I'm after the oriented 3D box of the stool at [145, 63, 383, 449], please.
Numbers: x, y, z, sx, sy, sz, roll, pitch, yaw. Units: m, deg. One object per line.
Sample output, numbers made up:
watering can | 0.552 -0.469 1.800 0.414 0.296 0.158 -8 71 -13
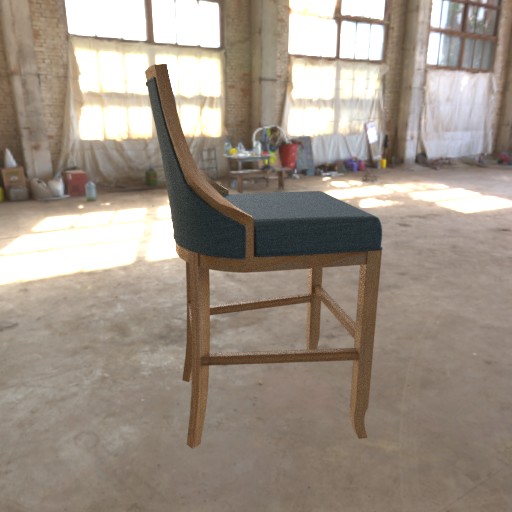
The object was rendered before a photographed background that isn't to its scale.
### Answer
stool | 0.000 0.000 1.441 0.626 1.101 0.524 -3 17 -11
